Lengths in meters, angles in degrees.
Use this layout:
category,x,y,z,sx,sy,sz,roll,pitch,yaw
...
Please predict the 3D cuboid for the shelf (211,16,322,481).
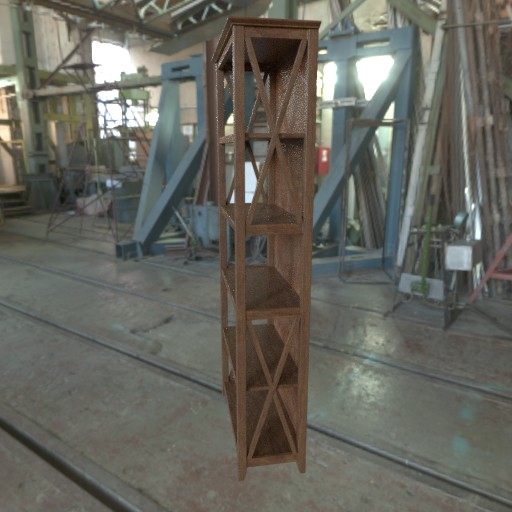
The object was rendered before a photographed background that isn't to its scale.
category,x,y,z,sx,sy,sz,roll,pitch,yaw
shelf,0.000,0.000,2.162,0.335,1.905,0.805,-2,14,-10
